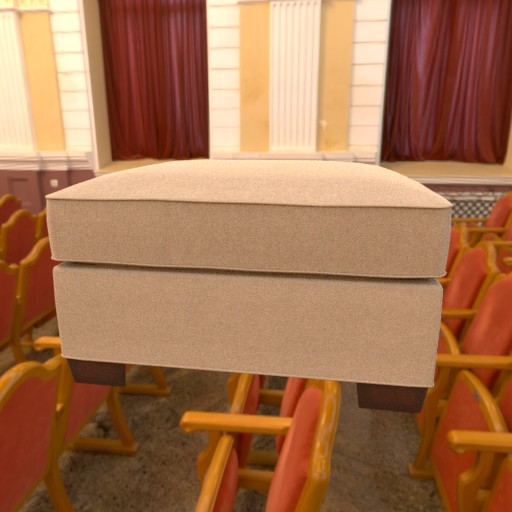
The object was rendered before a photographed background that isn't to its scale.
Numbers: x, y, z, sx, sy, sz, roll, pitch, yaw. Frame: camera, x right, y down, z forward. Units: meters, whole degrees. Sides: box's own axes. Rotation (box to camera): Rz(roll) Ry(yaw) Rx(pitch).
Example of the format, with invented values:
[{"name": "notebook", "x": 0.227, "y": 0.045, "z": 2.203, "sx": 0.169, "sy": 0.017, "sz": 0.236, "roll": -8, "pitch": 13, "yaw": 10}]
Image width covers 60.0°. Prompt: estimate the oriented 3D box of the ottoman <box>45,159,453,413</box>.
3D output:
[{"name": "ottoman", "x": 0.000, "y": 0.000, "z": 1.213, "sx": 0.846, "sy": 0.503, "sz": 0.617, "roll": 2, "pitch": 16, "yaw": 8}]
